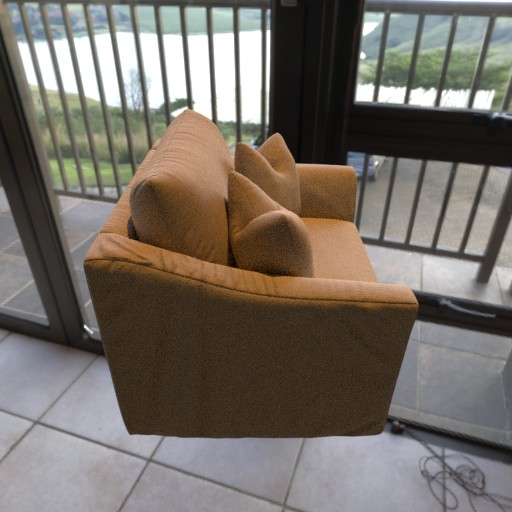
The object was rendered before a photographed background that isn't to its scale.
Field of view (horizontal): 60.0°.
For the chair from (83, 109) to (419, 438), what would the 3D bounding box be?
[{"bbox_3d":[0.000,0.000,2.001,1.071,1.093,1.194,0,33,0],"label":"chair"}]
